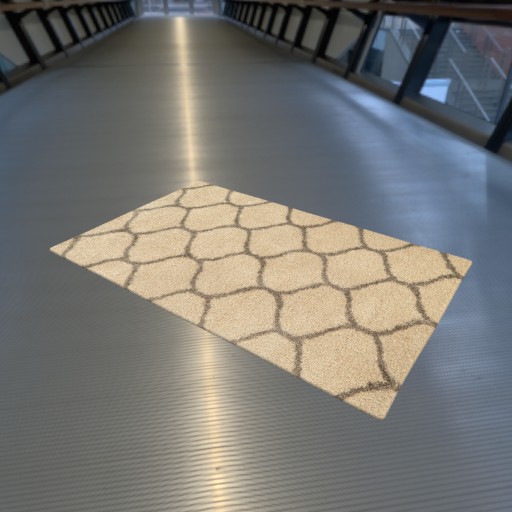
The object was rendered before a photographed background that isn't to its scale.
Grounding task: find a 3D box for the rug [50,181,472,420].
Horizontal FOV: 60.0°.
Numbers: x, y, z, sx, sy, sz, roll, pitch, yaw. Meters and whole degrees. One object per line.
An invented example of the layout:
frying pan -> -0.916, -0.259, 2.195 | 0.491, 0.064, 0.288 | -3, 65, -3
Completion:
rug -> 0.000, 0.000, 2.906 | 2.348, 0.024, 1.501 | 21, 37, 30
